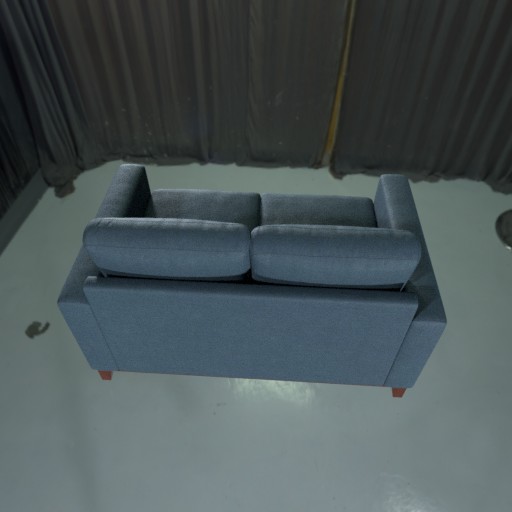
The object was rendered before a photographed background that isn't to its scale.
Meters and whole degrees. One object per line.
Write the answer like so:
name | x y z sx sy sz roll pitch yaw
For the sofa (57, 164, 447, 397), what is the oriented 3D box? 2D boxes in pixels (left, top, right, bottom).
sofa | 0.000 0.000 2.119 1.489 0.903 0.955 3 47 2
